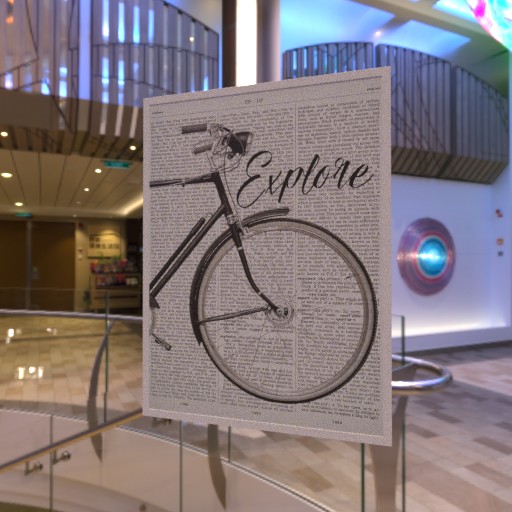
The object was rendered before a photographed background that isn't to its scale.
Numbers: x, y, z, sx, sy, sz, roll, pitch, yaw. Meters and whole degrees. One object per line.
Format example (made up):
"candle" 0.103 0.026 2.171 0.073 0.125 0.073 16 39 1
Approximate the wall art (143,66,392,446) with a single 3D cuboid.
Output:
"wall art" 0.000 0.000 0.783 0.457 0.610 0.003 0 -1 18
